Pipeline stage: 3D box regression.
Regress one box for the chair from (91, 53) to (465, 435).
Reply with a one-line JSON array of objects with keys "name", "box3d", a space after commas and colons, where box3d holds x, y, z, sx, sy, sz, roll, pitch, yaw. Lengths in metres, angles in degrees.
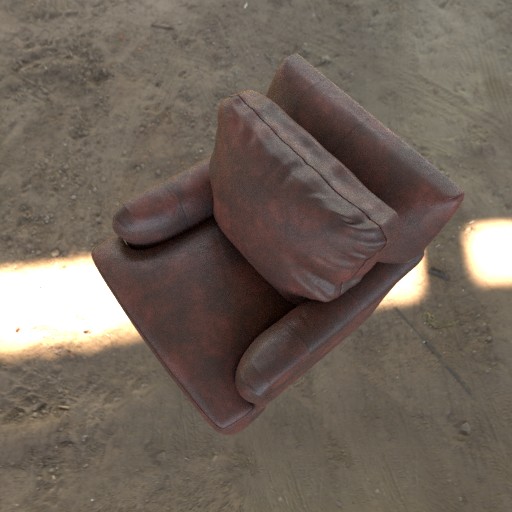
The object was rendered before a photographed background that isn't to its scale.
[{"name": "chair", "box3d": [0.000, 0.000, 1.911, 1.156, 1.051, 0.987, -36, 69, -16]}]
